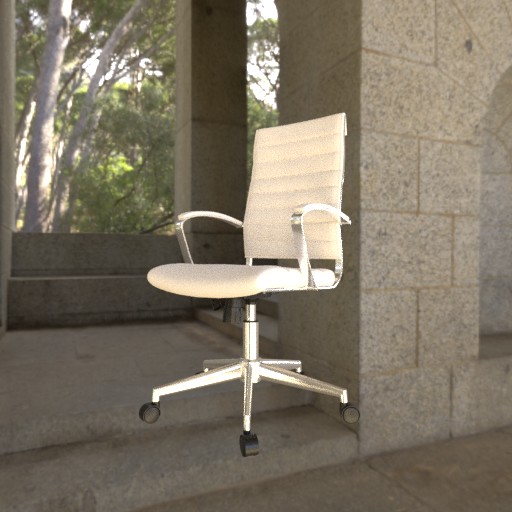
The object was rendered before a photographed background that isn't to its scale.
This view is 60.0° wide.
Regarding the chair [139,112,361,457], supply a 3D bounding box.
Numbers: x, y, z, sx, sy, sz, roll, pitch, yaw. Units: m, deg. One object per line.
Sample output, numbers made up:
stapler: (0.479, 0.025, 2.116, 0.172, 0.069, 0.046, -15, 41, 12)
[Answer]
chair: (0.000, 0.000, 1.674, 0.766, 1.149, 0.739, 1, 1, 36)
